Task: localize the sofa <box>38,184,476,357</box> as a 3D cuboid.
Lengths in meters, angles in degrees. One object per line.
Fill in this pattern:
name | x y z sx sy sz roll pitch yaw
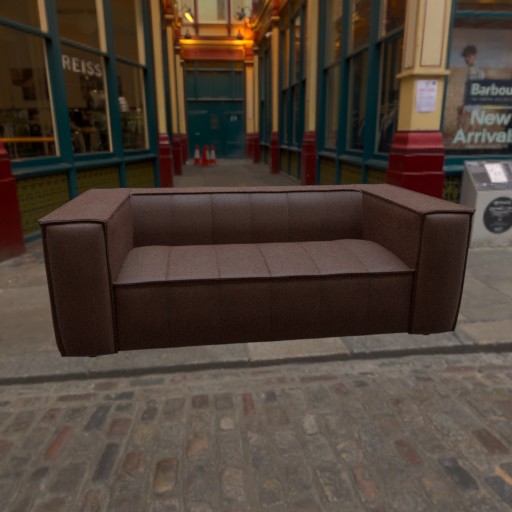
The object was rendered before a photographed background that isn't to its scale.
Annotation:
sofa | 0.000 0.000 2.618 2.088 0.703 1.102 -2 16 -8
